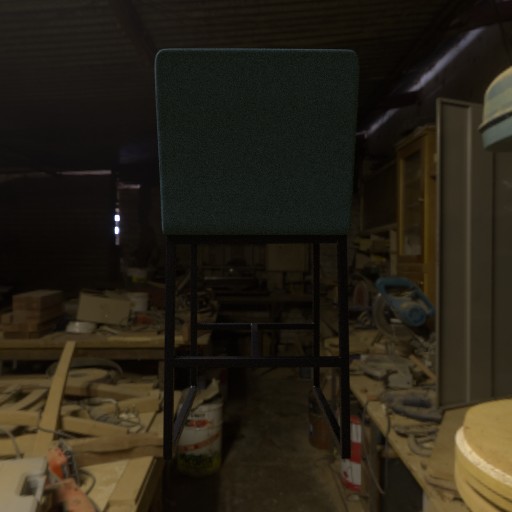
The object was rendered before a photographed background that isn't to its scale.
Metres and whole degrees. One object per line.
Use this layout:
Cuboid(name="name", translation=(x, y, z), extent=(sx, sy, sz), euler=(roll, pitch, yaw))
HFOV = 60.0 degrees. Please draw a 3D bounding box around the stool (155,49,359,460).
Cuboid(name="stool", translation=(0.000, 0.000, 1.255), extent=(0.460, 0.940, 0.560), euler=(0, 1, -1))
